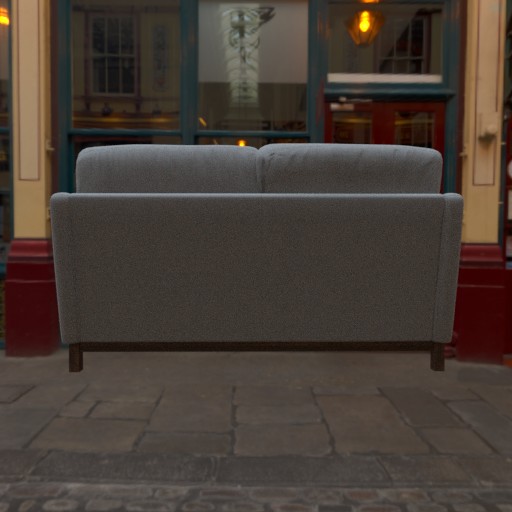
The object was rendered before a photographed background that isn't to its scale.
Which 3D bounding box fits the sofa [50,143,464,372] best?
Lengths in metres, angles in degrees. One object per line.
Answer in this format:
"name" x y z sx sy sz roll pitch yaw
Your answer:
"sofa" 0.000 0.000 2.152 1.589 0.921 0.987 0 1 -1
